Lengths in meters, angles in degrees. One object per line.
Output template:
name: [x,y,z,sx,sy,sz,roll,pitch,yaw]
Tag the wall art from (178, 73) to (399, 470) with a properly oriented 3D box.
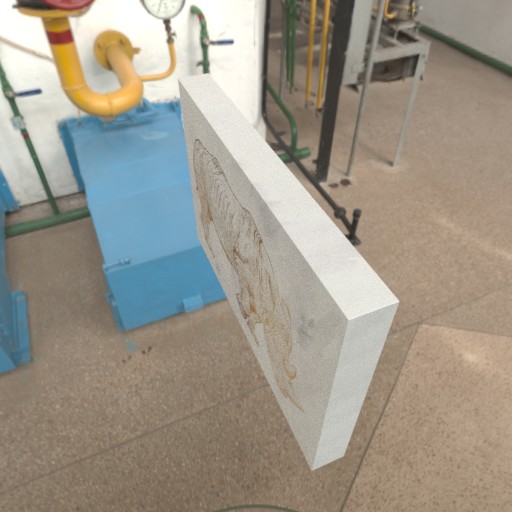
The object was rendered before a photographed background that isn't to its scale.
wall art: [0.000,0.000,0.491,0.038,0.254,0.381,-17,47,-16]
